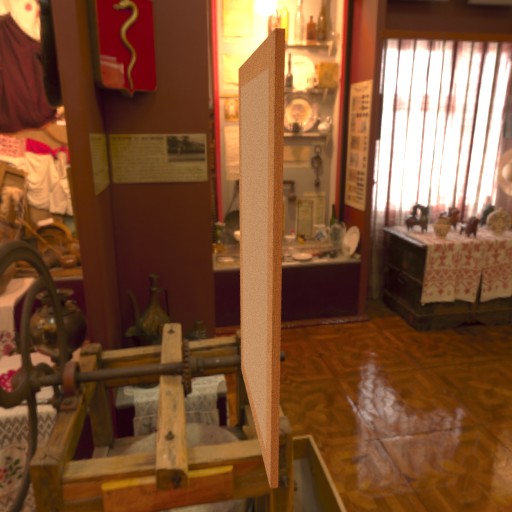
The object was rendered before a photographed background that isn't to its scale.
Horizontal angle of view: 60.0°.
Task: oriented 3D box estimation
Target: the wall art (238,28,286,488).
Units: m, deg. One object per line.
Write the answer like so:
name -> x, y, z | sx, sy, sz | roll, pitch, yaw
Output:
wall art -> 0.000, 0.000, 0.813 | 0.013, 0.683, 0.381 | -2, 16, -9
